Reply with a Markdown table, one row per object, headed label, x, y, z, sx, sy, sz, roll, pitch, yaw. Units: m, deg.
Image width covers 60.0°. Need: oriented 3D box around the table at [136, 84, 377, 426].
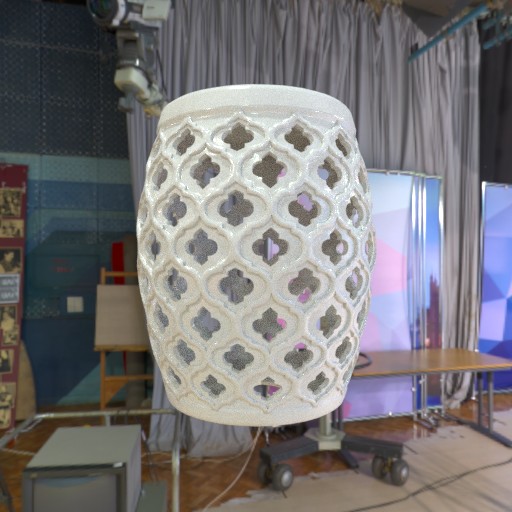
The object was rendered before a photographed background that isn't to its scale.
| label | x | y | z | sx | sy | sz | roll | pitch | yaw |
| --- | --- | --- | --- | --- | --- | --- | --- | --- | --- |
| table | 0.000 | 0.000 | 0.621 | 0.325 | 0.388 | 0.325 | 0 | 1 | 0 |
